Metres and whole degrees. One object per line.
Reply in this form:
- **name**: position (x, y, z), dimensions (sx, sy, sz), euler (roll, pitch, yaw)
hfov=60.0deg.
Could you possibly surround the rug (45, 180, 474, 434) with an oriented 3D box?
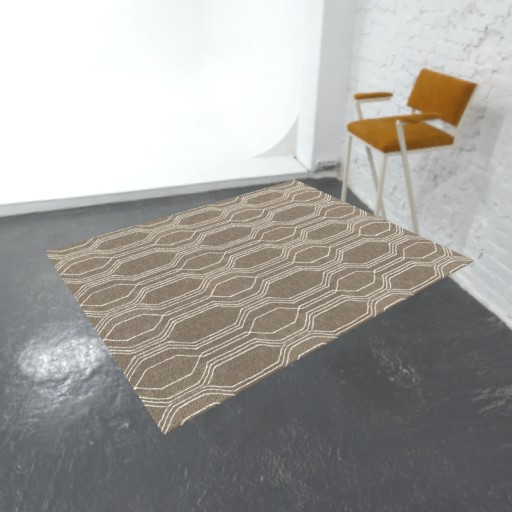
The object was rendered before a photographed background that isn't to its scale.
- **rug**: position (0.000, 0.000, 4.049), dimensions (3.062, 0.012, 2.457), euler (-21, 37, -31)
